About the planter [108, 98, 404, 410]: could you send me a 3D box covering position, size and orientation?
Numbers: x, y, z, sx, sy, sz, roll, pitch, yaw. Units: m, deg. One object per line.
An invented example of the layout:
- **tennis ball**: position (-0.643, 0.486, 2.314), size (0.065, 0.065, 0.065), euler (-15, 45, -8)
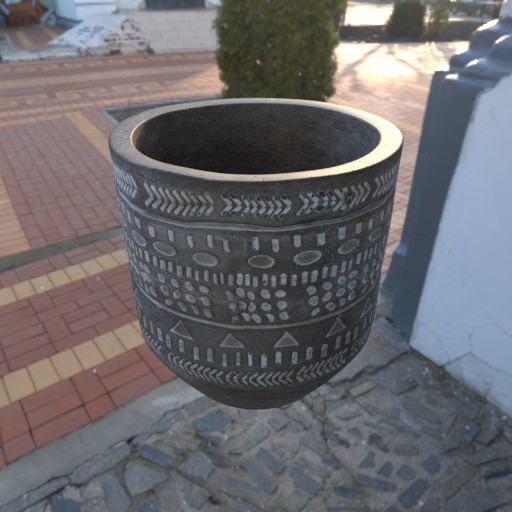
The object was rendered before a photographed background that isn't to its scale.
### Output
- **planter**: position (0.000, 0.000, 0.220), size (0.122, 0.128, 0.122), euler (0, 31, 0)
